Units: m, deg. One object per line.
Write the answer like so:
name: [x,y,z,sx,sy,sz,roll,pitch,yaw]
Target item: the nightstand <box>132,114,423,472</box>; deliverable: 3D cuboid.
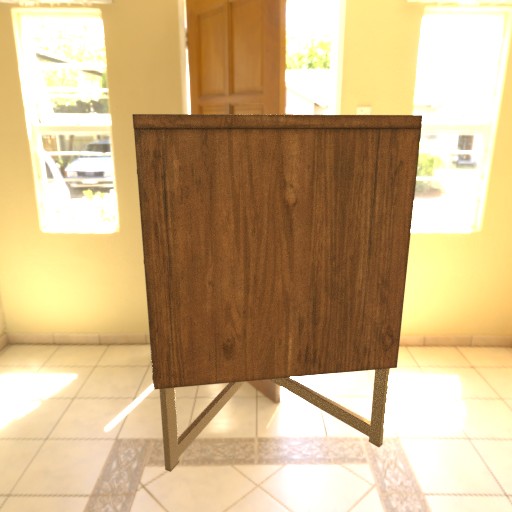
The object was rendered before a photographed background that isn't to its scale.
nightstand: [0.000,0.000,1.022,0.446,0.610,0.610,-3,17,-9]
